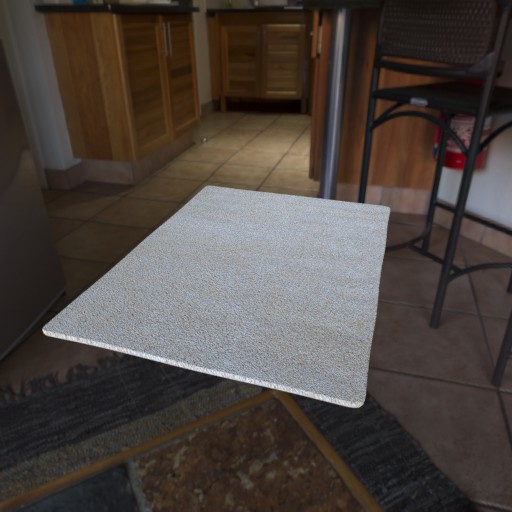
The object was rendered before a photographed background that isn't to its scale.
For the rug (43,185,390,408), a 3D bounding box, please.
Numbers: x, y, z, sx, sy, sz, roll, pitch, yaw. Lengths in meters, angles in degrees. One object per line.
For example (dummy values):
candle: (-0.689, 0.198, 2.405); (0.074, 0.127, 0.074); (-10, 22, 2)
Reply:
rug: (0.000, 0.000, 2.177); (1.199, 0.025, 1.600); (9, 31, 15)
